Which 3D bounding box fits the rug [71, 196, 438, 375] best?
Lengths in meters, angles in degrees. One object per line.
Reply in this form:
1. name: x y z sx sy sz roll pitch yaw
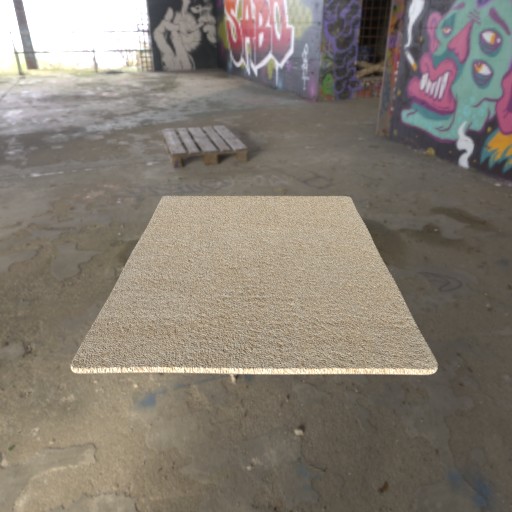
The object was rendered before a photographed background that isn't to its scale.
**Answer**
1. rug: 0.000 0.000 2.135 1.200 0.027 1.600 0 28 0
